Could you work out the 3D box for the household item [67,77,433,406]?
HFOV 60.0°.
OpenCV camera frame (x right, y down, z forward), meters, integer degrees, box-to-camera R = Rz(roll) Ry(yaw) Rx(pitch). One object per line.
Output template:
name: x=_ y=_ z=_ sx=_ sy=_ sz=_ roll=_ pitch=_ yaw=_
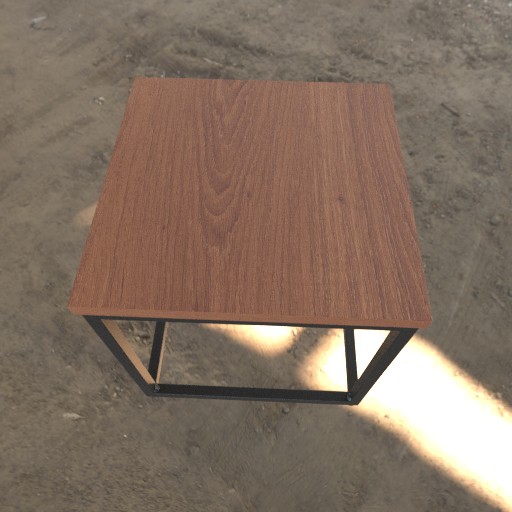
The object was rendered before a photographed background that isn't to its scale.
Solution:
household item: x=0.000 y=0.000 z=0.759 sx=0.400 sy=0.400 sz=0.400 roll=2 pitch=58 yaw=1
